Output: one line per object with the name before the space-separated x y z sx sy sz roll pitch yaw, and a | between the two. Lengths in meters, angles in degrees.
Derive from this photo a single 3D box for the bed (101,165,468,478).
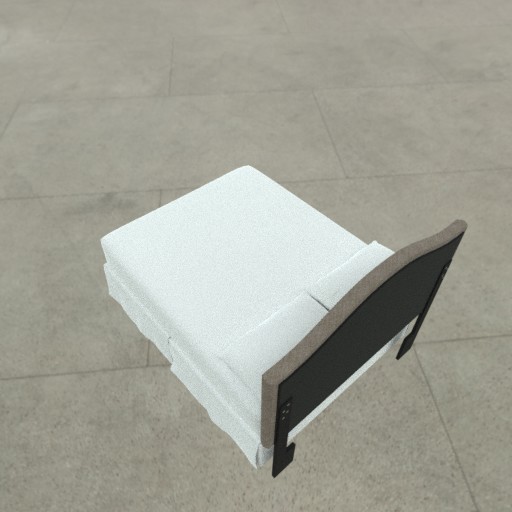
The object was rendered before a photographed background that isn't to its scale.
bed | 0.000 0.000 3.299 1.713 1.518 2.153 -32 54 -27
